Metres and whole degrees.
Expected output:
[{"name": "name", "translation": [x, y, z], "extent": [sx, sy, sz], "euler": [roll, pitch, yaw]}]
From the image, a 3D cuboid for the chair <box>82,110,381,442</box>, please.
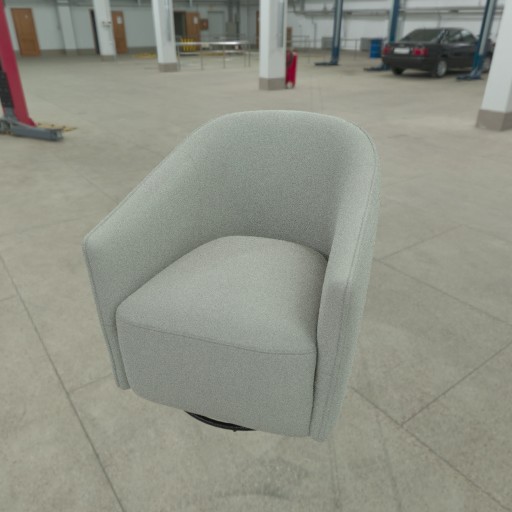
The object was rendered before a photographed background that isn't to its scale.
[{"name": "chair", "translation": [0.000, 0.000, 1.466], "extent": [0.747, 0.799, 0.875], "euler": [9, 29, 16]}]
